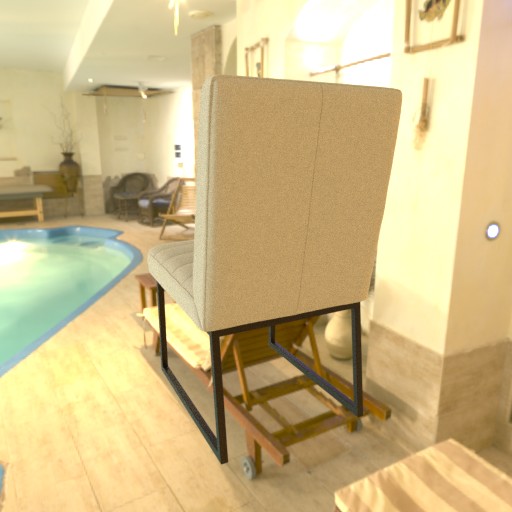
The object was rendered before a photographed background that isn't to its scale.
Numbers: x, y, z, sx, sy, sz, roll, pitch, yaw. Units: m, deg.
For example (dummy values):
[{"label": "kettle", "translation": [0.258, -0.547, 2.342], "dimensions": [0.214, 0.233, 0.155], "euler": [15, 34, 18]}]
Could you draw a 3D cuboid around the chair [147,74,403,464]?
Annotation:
[{"label": "chair", "translation": [0.000, 0.000, 1.339], "dimensions": [0.520, 0.930, 0.634], "euler": [-7, 16, -26]}]
